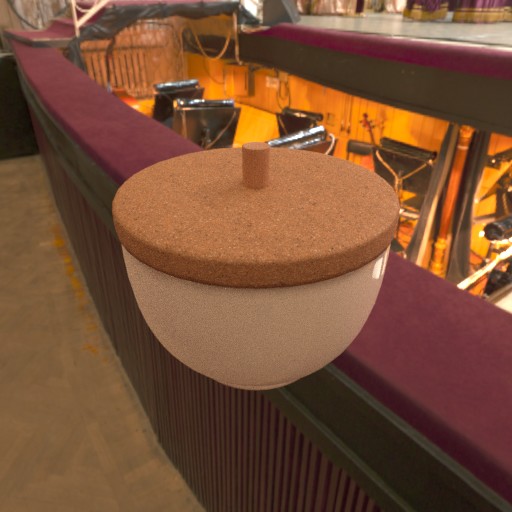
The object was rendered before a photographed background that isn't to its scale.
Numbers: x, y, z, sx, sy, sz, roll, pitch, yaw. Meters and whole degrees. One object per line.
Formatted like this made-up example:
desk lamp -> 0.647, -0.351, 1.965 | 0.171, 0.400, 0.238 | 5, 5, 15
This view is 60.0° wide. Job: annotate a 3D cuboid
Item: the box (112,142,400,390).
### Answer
box -> 0.000, 0.000, 0.186 | 0.107, 0.094, 0.107 | 0, 31, 0
